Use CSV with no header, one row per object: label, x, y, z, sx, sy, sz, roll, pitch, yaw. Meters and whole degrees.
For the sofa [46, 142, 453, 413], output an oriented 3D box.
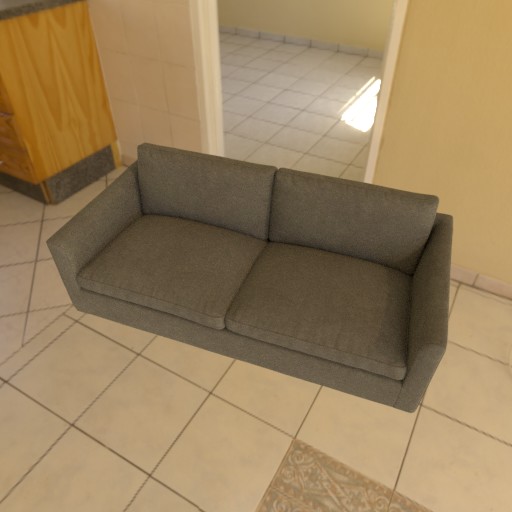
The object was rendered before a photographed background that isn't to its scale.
sofa,0.000,0.000,2.815,2.257,0.838,1.092,14,43,15
